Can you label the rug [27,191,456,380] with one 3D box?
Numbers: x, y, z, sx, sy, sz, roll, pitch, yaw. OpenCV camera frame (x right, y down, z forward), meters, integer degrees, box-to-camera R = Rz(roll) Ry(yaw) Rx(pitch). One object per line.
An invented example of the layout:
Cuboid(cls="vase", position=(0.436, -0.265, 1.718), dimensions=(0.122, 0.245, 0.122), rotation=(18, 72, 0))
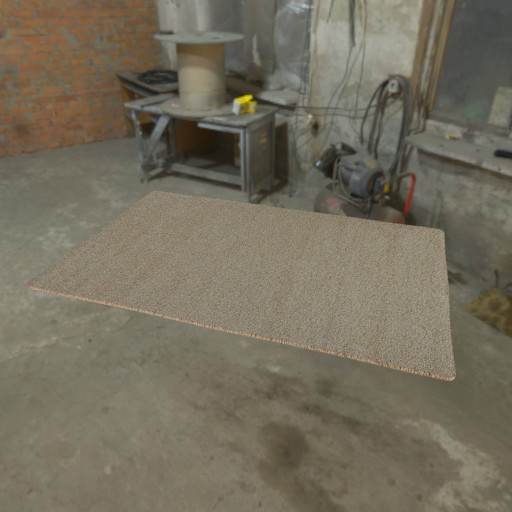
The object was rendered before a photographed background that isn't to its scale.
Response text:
Cuboid(cls="rug", position=(0.000, 0.000, 2.886), dimensions=(2.349, 0.026, 1.500), rotation=(10, 32, 15))
